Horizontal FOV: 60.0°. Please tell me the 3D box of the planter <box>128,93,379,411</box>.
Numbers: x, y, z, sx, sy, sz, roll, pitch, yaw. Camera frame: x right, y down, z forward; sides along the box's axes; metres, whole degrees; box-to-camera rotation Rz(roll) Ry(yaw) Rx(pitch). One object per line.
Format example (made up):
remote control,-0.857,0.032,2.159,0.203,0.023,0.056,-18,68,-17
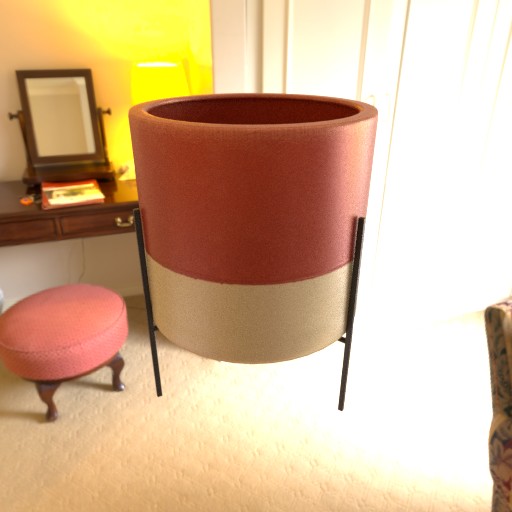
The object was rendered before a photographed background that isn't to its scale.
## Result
planter,0.000,0.000,0.720,0.354,0.465,0.345,18,31,32
